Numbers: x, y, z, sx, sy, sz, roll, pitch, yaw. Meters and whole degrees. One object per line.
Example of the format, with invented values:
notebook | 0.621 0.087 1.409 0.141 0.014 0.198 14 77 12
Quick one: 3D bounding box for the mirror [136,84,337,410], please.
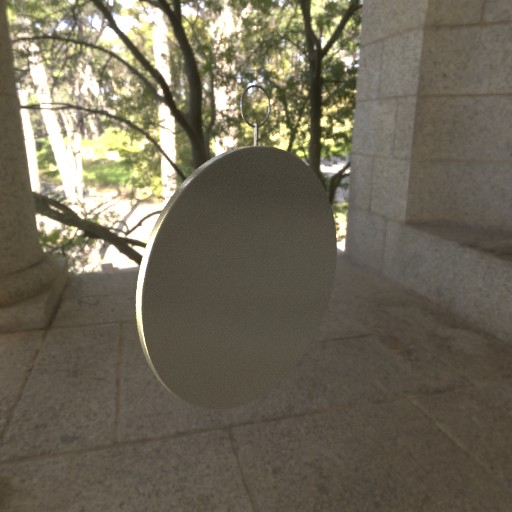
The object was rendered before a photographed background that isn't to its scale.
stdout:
mirror | 0.000 0.000 0.985 0.594 0.713 0.020 -15 22 -43
